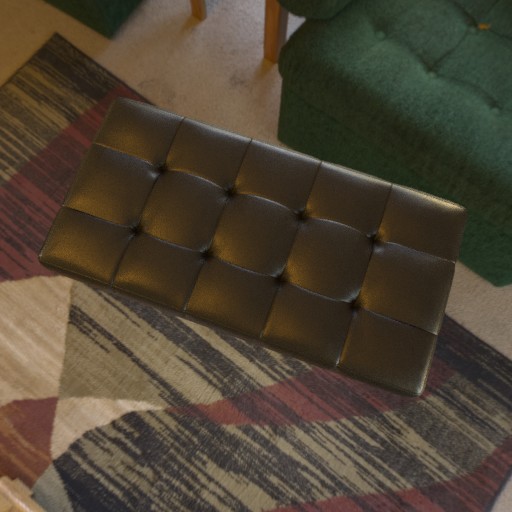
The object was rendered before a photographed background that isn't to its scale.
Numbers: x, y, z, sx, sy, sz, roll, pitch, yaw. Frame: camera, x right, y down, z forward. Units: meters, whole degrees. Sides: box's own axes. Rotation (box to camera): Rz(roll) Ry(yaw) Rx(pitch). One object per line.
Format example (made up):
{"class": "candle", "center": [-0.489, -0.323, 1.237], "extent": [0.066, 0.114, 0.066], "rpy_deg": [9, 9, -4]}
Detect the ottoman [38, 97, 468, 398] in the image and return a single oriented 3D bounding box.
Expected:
{"class": "ottoman", "center": [0.000, 0.000, 1.133], "extent": [0.838, 0.470, 0.432], "rpy_deg": [19, 77, 4]}
